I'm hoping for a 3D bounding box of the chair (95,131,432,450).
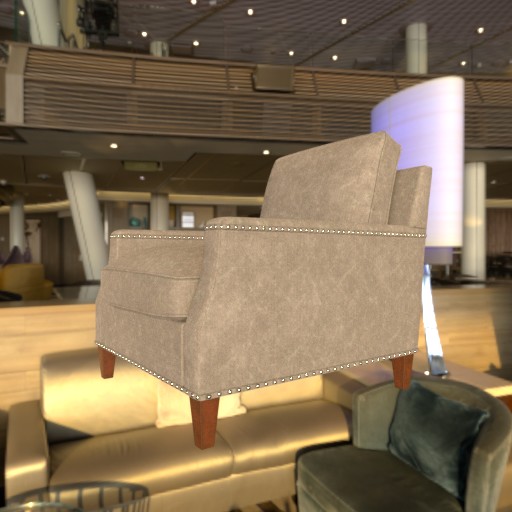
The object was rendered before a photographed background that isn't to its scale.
[{"bbox_3d":[0.000,0.000,1.679,1.014,0.948,0.853,0,0,-36],"label":"chair"}]
